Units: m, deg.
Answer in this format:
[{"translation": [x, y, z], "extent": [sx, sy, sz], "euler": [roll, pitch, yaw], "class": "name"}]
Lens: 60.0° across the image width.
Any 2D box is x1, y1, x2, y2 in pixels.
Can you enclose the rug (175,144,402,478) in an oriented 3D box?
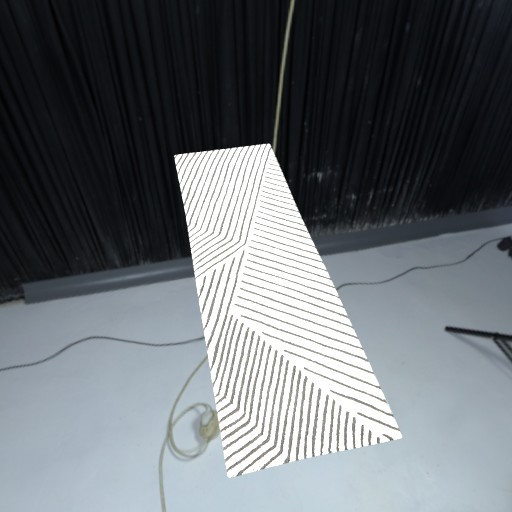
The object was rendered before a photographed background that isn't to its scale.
[{"translation": [0.000, 0.000, 2.703], "extent": [0.773, 0.020, 2.439], "euler": [-9, 46, -9], "class": "rug"}]
